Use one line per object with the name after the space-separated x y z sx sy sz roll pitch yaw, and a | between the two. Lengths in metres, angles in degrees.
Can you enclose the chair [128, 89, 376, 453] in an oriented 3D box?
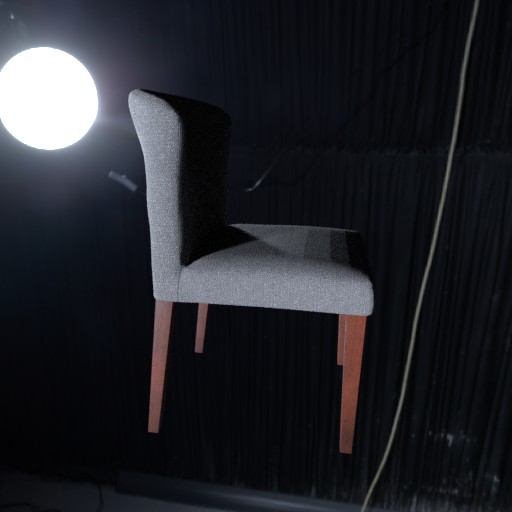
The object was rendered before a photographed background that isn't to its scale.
0.000 0.000 1.188 0.589 0.839 0.491 3 17 9 | chair
